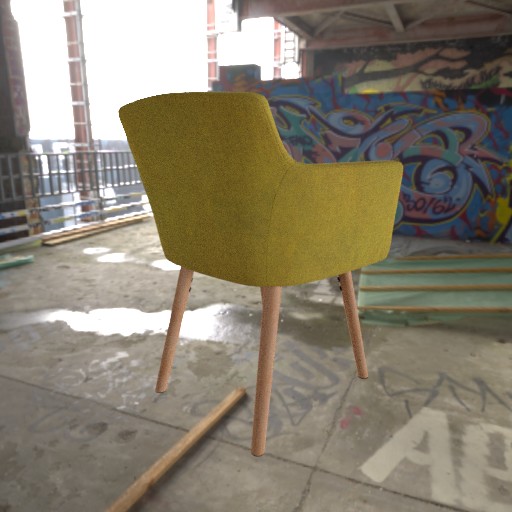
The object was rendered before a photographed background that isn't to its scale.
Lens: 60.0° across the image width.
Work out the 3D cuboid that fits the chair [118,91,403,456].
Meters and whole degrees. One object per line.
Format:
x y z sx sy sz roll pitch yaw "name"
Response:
0.000 0.000 1.173 0.570 0.780 0.570 14 20 42 "chair"
